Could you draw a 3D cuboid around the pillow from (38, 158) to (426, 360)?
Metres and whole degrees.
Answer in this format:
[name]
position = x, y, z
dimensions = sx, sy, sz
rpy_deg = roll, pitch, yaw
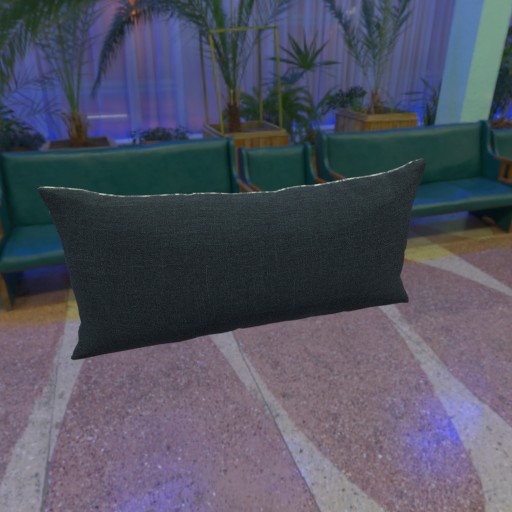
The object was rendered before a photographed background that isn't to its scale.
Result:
[pillow]
position = 0.000, 0.000, 0.741
dimensions = 0.631, 0.292, 0.148
rpy_deg = -7, 27, -15
